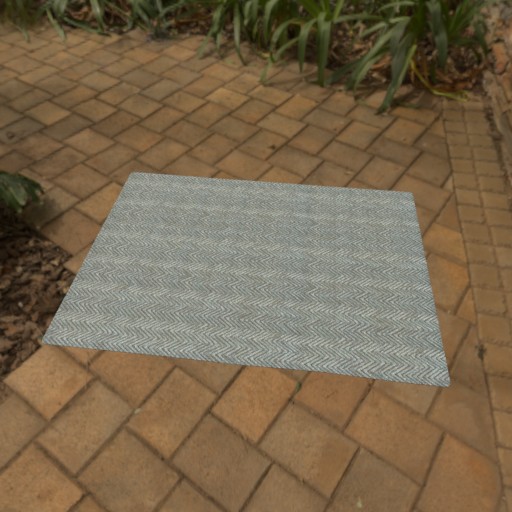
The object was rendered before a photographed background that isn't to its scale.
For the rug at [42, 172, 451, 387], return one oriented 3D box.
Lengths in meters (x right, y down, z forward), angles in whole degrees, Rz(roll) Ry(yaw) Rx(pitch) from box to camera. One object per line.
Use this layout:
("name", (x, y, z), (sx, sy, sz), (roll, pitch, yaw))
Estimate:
("rug", (0.000, 0.000, 5.223), (3.957, 0.011, 2.894), (5, 46, 5))
